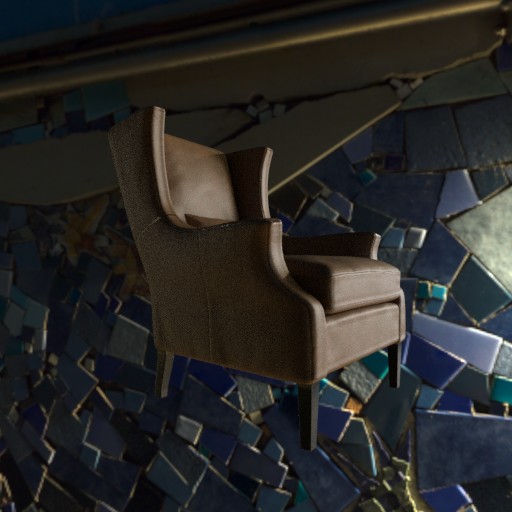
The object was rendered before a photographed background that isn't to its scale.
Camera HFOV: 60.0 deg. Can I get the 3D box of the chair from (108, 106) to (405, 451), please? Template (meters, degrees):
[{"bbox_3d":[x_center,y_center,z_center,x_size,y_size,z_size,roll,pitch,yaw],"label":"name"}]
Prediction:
[{"bbox_3d":[0.000,0.000,1.684,0.925,1.016,0.852,0,-1,35],"label":"chair"}]
